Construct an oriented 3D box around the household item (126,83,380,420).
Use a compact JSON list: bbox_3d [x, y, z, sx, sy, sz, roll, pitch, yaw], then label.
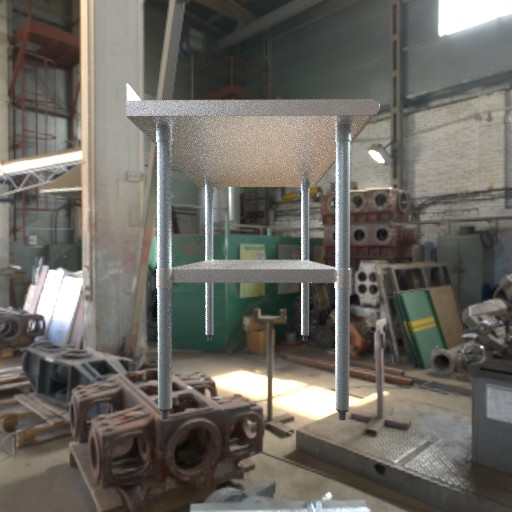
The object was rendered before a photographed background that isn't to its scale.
[{"bbox_3d":[0.000,0.000,1.679,0.610,0.851,1.219,0,1,1],"label":"household item"}]
